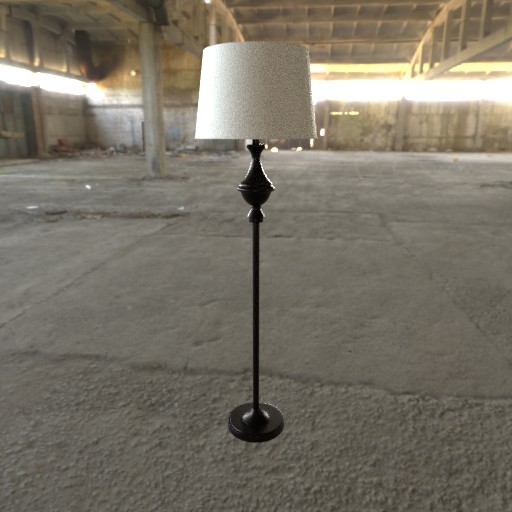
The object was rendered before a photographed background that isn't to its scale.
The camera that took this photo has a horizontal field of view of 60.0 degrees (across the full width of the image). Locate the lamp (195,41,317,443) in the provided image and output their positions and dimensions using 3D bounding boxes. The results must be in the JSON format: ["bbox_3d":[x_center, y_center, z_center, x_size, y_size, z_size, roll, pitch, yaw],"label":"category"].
[{"bbox_3d":[0.000,0.000,1.687,0.431,1.484,0.431,0,16,0],"label":"lamp"}]
